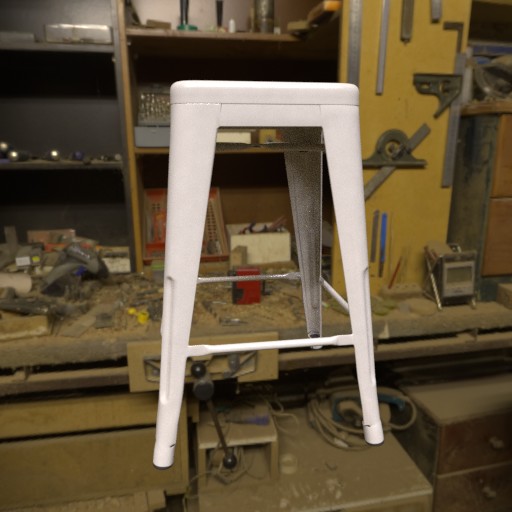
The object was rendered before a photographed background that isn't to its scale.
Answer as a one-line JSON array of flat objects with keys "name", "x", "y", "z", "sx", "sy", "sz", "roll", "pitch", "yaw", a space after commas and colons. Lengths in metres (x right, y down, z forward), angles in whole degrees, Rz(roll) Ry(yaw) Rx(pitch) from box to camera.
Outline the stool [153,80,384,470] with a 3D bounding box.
[{"name": "stool", "x": 0.000, "y": 0.000, "z": 0.868, "sx": 0.406, "sy": 0.610, "sz": 0.406, "roll": -2, "pitch": 15, "yaw": -9}]
